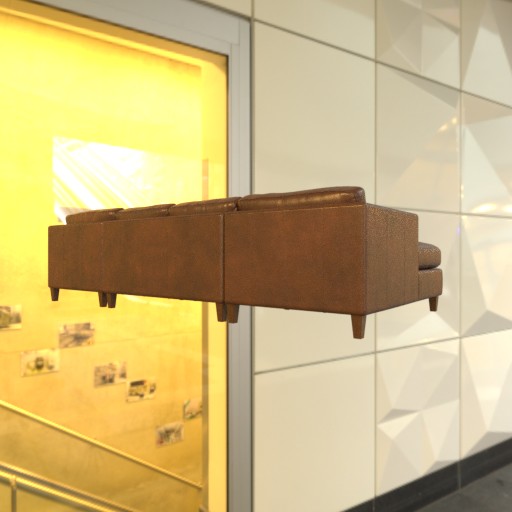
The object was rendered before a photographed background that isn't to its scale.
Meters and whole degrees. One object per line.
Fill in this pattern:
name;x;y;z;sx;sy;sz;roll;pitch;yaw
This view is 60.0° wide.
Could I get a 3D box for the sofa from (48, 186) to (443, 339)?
sofa;0.000;0.000;4.345;3.324;0.891;2.452;0;0;37
